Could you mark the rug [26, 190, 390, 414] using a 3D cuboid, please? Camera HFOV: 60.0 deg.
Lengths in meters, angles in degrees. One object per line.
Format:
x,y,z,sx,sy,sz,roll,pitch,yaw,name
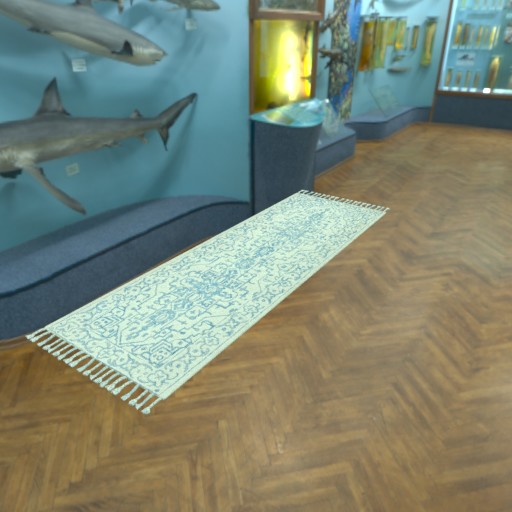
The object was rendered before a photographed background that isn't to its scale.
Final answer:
0.000,0.000,2.640,0.774,0.011,2.449,18,32,31,rug
